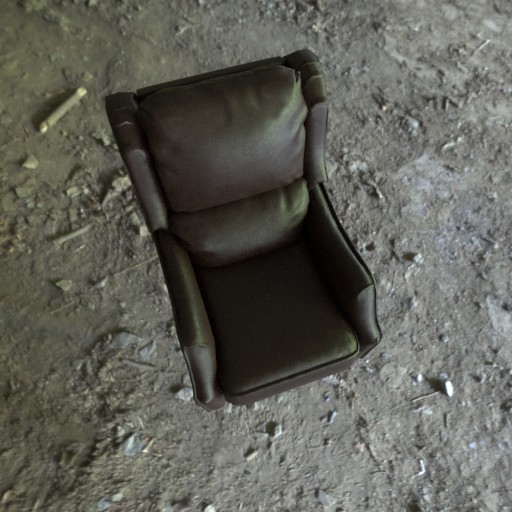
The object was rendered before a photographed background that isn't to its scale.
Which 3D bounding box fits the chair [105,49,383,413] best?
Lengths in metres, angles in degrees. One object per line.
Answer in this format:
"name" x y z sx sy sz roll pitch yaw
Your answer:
"chair" 0.000 0.000 1.741 0.770 1.132 0.982 -17 64 -9
